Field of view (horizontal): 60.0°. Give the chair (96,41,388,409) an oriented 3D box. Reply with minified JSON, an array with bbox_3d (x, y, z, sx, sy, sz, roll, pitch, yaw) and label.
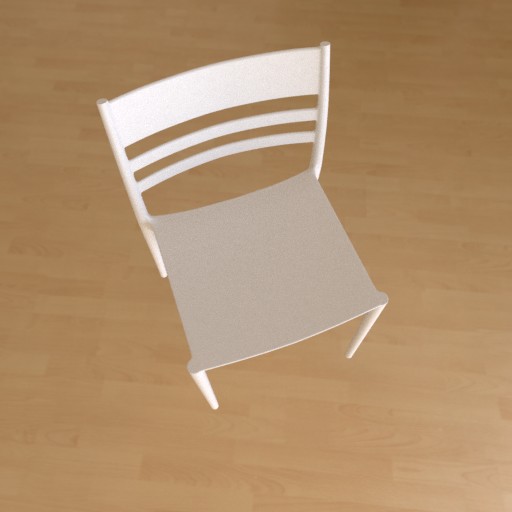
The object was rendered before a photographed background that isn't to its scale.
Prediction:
[{"bbox_3d":[0.000,0.000,1.118,0.531,0.800,0.511,-18,65,-9],"label":"chair"}]
